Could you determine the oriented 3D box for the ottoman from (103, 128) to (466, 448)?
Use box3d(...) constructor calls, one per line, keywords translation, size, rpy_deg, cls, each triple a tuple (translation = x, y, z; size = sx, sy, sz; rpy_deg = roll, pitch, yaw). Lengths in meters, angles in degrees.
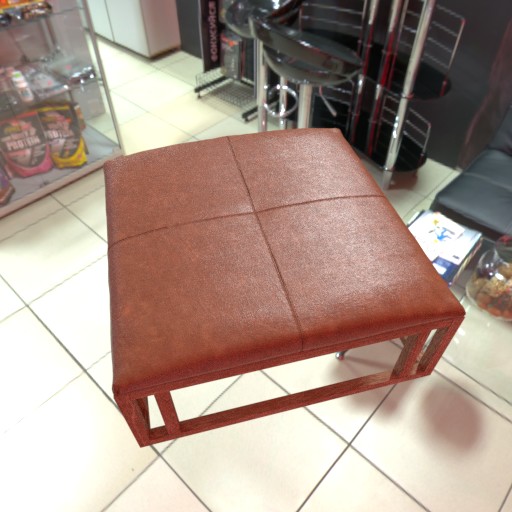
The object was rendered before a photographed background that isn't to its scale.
box3d(translation=(0.000, 0.000, 1.643), size=(1.013, 0.442, 1.016), rpy_deg=(-11, 48, -10), cls="ottoman")
